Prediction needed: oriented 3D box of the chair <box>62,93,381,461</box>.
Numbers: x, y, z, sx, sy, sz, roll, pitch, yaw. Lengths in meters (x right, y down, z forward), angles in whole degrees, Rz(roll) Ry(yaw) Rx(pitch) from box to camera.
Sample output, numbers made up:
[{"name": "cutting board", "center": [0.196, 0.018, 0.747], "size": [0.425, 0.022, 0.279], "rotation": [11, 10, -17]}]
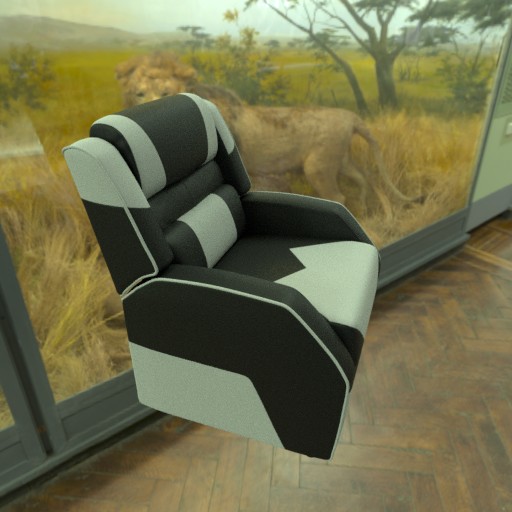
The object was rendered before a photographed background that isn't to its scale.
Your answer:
[{"name": "chair", "center": [0.000, 0.000, 1.263], "size": [0.672, 0.805, 0.620], "rotation": [10, 31, 18]}]
